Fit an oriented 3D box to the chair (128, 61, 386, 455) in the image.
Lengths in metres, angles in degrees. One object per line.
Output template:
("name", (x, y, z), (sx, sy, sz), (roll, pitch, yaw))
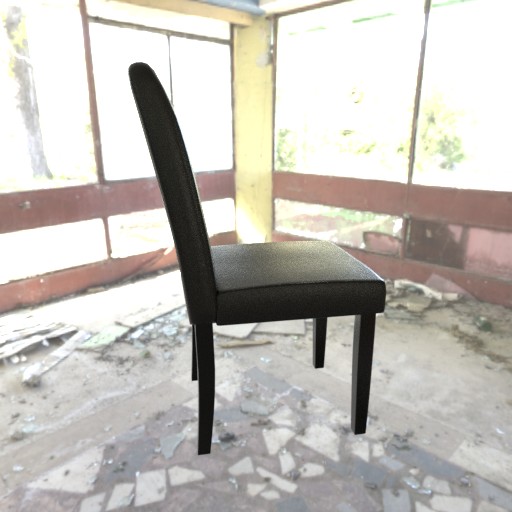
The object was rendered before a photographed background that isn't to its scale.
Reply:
("chair", (0.000, 0.000, 1.163), (0.556, 0.897, 0.399), (-3, 16, -10))
